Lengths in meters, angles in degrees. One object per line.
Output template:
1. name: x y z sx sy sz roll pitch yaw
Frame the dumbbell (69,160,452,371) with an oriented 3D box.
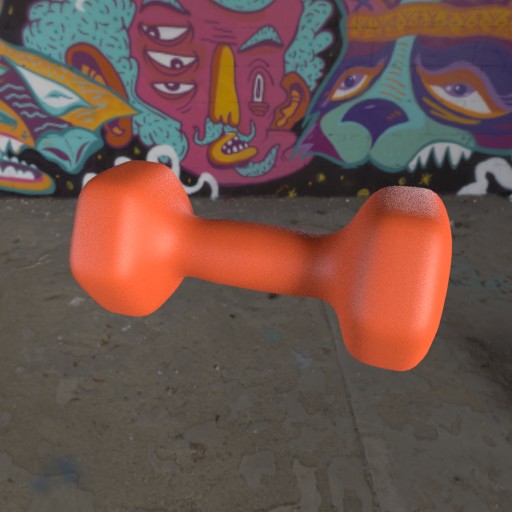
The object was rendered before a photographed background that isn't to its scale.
1. dumbbell: 0.000 0.000 0.204 0.162 0.071 0.079 9 29 16
